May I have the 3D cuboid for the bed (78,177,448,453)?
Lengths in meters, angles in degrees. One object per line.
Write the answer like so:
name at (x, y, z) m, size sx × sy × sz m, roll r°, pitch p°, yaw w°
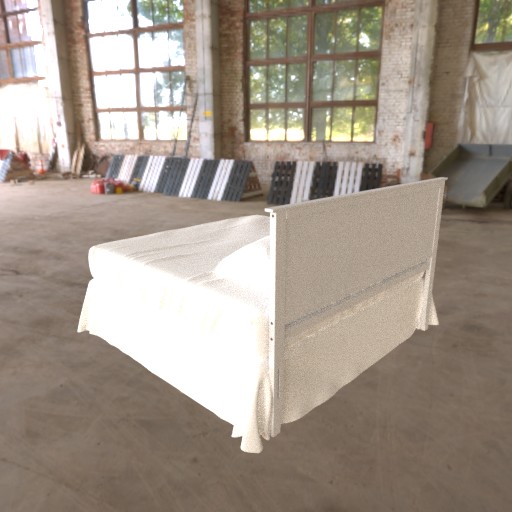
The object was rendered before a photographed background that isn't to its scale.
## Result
bed at (0.000, 0.000, 3.624) m, size 2.215 × 1.273 × 2.317 m, roll 15°, pitch 22°, yaw 43°
